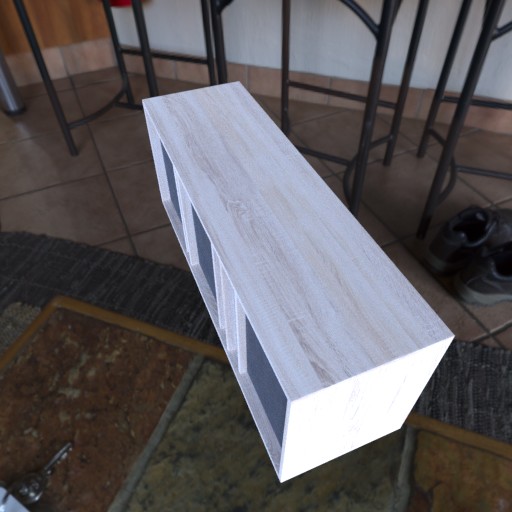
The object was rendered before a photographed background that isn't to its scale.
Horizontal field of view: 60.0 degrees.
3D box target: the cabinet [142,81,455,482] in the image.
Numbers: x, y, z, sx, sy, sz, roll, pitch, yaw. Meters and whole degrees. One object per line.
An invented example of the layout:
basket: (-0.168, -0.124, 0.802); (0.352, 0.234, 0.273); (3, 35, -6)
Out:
cabinet: (0.000, 0.000, 1.959); (0.500, 0.780, 1.650); (-17, 49, -15)
